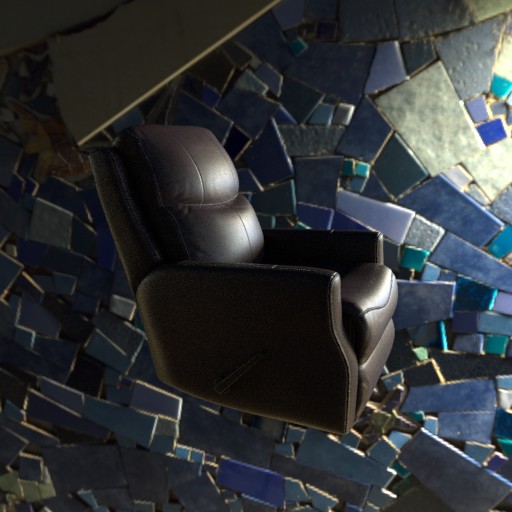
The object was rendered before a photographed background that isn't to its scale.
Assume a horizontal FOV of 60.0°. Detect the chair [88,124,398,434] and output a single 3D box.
[{"bbox_3d":[0.000,0.000,1.803,1.080,1.030,0.829,7,17,25],"label":"chair"}]
